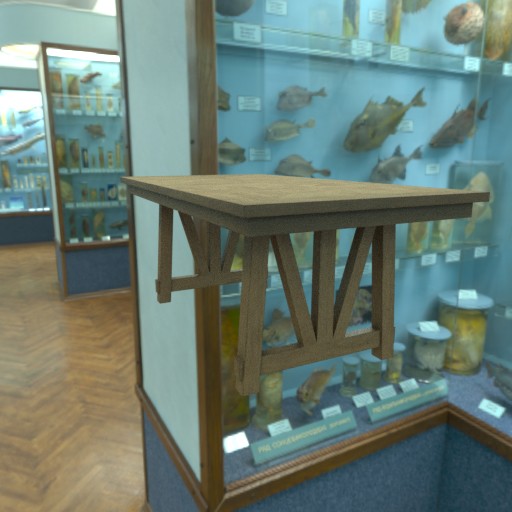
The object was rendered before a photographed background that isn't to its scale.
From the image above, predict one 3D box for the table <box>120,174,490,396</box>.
[{"bbox_3d":[0.000,0.000,2.340,1.016,0.768,1.881,-6,14,-26],"label":"table"}]
